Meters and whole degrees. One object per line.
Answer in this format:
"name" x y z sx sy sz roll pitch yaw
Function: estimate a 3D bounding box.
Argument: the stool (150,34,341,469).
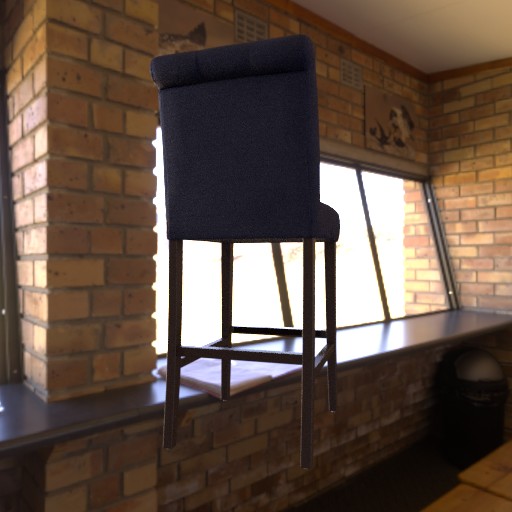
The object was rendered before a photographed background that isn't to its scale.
"stool" 0.000 0.000 1.445 0.493 1.140 0.601 0 -1 18
